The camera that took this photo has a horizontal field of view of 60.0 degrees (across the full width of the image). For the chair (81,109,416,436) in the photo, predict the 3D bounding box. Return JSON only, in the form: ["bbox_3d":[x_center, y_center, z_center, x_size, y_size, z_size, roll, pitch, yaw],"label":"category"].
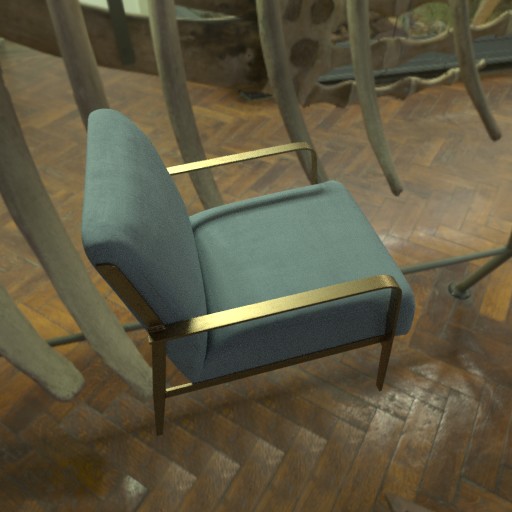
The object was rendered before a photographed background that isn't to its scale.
[{"bbox_3d":[0.000,0.000,1.411,0.842,0.824,0.701,-10,45,-10],"label":"chair"}]
